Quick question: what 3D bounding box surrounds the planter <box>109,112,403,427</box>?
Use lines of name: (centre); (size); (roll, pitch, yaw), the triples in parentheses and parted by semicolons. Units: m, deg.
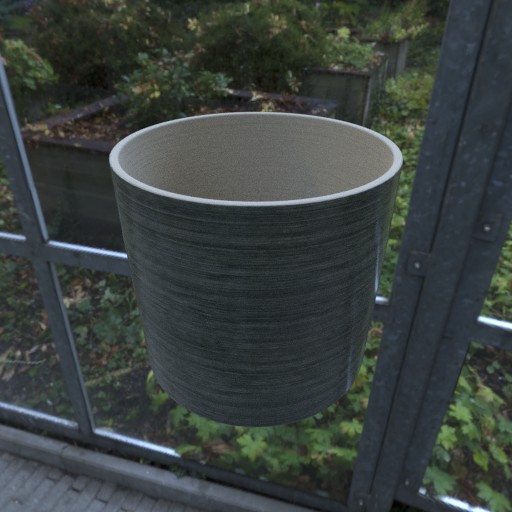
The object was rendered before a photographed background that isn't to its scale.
planter: (0.000, 0.000, 0.399); (0.221, 0.201, 0.221); (0, 31, 0)
